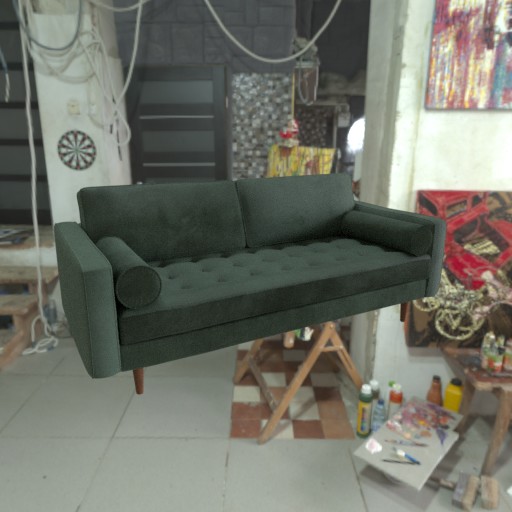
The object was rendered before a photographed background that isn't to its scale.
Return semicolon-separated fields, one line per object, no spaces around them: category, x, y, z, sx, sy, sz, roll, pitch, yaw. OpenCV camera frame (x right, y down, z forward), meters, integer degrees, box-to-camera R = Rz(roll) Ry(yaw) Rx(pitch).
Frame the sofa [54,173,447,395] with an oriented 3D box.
sofa;0.000;0.000;2.350;1.880;0.772;0.916;-9;18;-28
